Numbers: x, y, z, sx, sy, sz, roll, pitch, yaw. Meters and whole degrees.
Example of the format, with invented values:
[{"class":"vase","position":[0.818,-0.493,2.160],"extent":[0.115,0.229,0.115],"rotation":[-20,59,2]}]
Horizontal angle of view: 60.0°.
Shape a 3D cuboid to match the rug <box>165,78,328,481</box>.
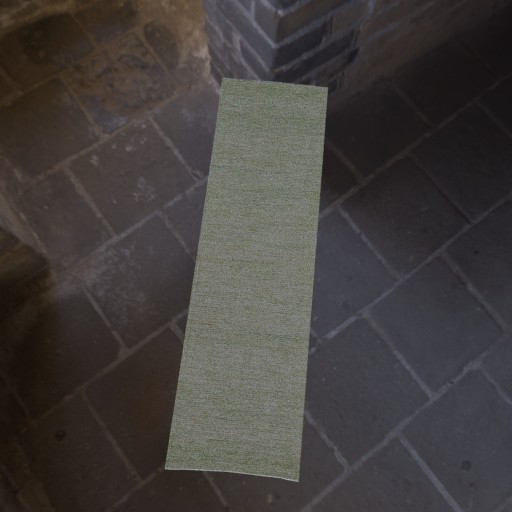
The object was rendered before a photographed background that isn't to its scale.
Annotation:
[{"class":"rug","position":[0.000,0.000,2.556],"extent":[0.686,0.013,2.340],"rotation":[6,75,2]}]
